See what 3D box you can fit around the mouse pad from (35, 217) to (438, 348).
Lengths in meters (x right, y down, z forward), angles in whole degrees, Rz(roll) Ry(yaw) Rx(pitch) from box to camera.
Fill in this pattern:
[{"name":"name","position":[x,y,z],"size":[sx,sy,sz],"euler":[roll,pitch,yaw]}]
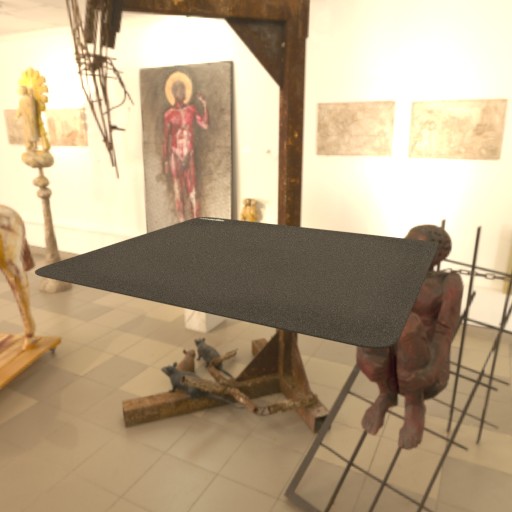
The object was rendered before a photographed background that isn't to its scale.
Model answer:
[{"name":"mouse pad","position":[0.000,0.000,0.628],"size":[0.451,0.002,0.393],"euler":[8,19,26]}]
